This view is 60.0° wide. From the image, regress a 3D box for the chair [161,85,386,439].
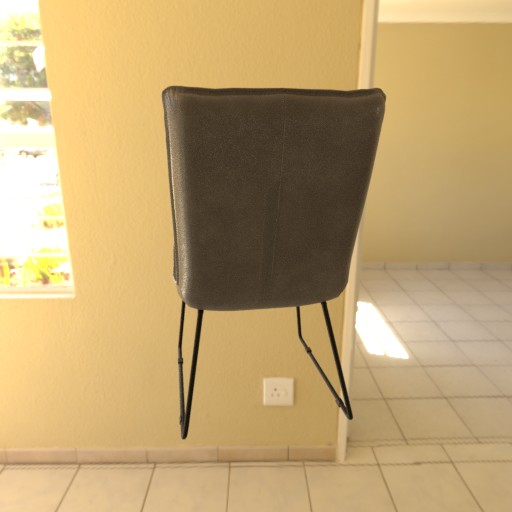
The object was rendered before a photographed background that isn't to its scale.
[{"bbox_3d":[0.000,0.000,1.374,0.515,0.932,0.688,-3,16,-10],"label":"chair"}]
